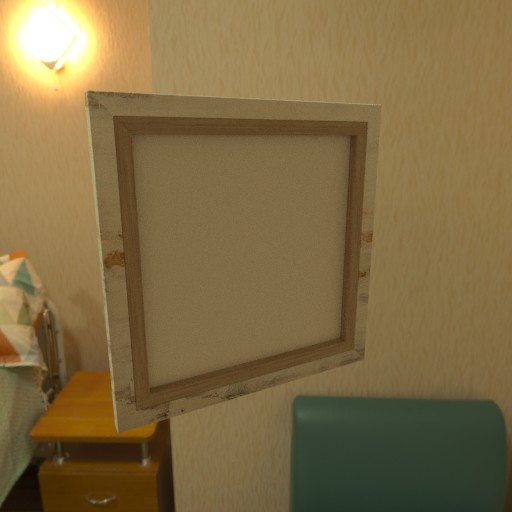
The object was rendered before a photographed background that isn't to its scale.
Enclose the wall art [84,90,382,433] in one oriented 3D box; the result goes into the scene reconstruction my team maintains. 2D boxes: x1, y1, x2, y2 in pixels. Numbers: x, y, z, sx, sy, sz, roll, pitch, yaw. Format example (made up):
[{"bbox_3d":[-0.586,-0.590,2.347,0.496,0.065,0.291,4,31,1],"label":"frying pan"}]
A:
[{"bbox_3d":[0.000,0.000,1.130,0.753,0.755,0.038,-8,17,-28],"label":"wall art"}]
